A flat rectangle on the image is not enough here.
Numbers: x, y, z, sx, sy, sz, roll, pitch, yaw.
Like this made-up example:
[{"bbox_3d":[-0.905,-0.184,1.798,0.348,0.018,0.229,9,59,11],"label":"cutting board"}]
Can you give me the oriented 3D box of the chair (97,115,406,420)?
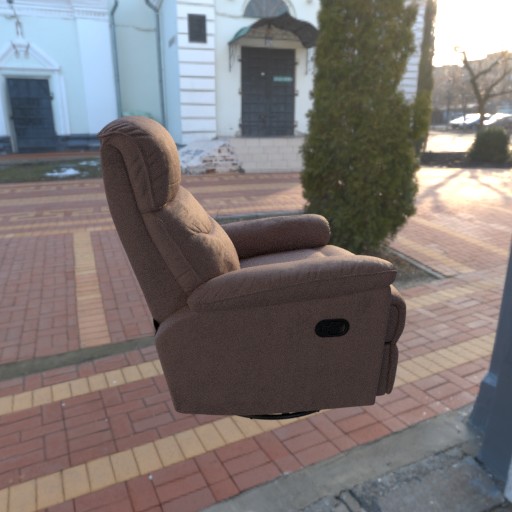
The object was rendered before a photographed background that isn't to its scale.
[{"bbox_3d":[0.000,0.000,1.717,1.004,1.037,0.820,-3,18,-9],"label":"chair"}]
